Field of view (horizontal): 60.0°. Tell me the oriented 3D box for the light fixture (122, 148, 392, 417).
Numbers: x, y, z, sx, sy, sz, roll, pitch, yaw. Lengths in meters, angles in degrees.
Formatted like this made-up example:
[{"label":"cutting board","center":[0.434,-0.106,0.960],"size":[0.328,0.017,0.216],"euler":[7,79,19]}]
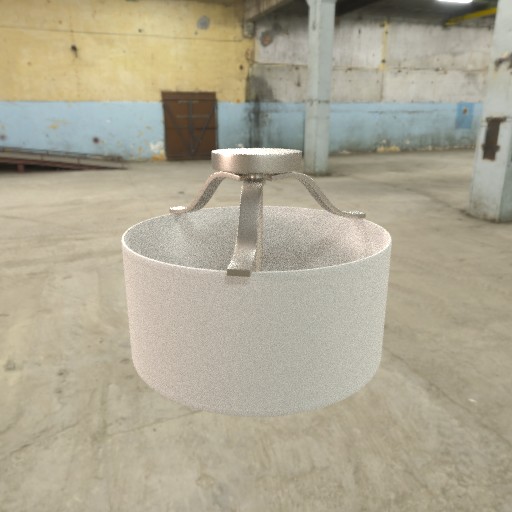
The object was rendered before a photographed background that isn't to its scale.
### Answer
[{"label":"light fixture","center":[0.000,0.000,0.657],"size":[0.395,0.304,0.395],"euler":[0,17,0]}]
